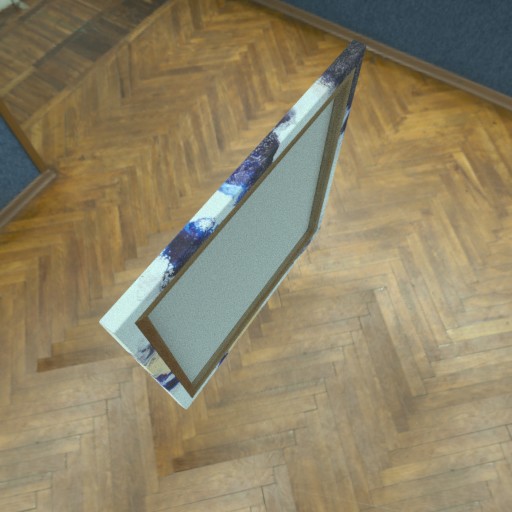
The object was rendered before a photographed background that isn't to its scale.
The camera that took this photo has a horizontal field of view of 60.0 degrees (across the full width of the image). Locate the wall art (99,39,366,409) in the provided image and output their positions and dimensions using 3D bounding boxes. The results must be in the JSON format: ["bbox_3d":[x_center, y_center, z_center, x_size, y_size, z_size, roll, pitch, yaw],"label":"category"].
[{"bbox_3d":[0.000,0.000,1.312,0.038,0.885,0.887,32,67,15],"label":"wall art"}]
